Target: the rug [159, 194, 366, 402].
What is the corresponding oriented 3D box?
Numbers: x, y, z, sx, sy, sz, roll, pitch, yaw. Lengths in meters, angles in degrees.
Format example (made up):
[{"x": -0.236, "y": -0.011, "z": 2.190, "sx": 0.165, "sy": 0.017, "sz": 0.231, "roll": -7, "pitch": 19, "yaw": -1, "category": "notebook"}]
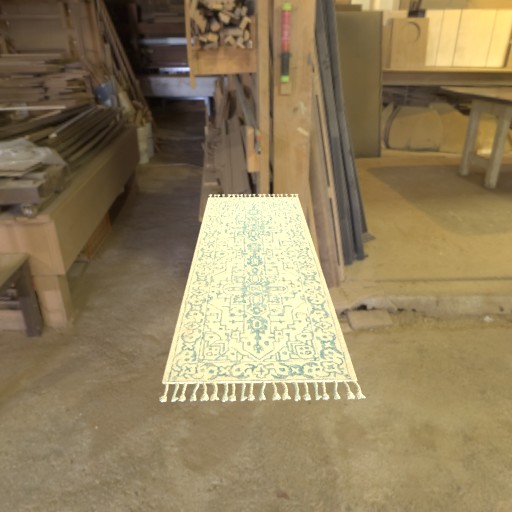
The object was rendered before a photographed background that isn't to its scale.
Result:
[{"x": 0.000, "y": 0.000, "z": 2.737, "sx": 0.774, "sy": 0.011, "sz": 2.449, "roll": 0, "pitch": 26, "yaw": -1, "category": "rug"}]
